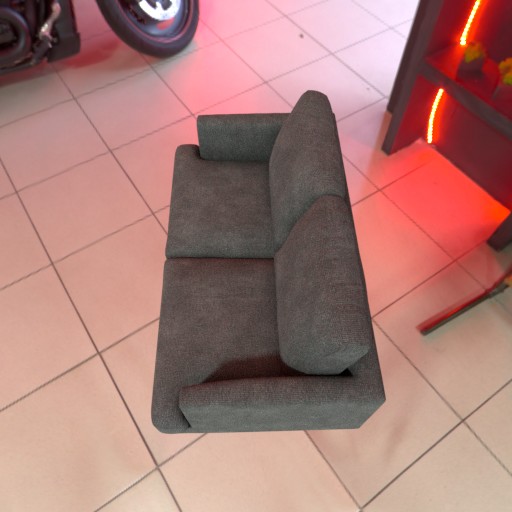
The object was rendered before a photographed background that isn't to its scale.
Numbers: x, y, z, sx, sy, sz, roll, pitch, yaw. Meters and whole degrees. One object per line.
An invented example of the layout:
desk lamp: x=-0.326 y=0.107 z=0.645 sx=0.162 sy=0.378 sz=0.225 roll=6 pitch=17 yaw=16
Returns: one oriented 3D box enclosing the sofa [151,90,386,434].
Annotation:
sofa: x=0.000 y=0.000 z=2.175 sx=0.903 sy=0.956 sz=1.582 roll=-1 pitch=58 yaw=-1
